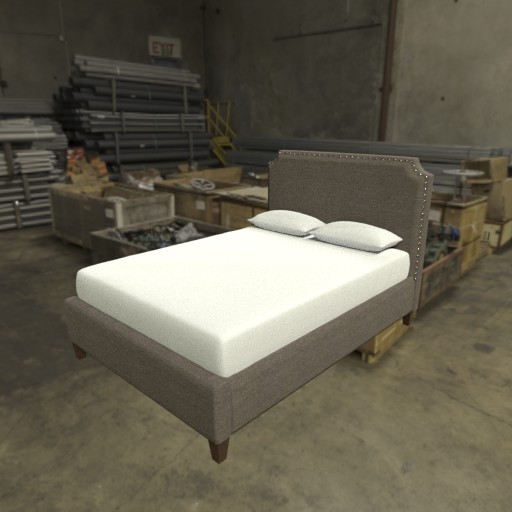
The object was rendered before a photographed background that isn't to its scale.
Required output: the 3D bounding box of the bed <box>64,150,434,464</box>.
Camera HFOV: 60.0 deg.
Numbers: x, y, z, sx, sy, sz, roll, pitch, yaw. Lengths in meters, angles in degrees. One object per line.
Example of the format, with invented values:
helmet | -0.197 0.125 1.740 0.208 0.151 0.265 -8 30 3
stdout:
bed | 0.000 0.000 3.472 1.713 1.457 2.381 15 23 41
